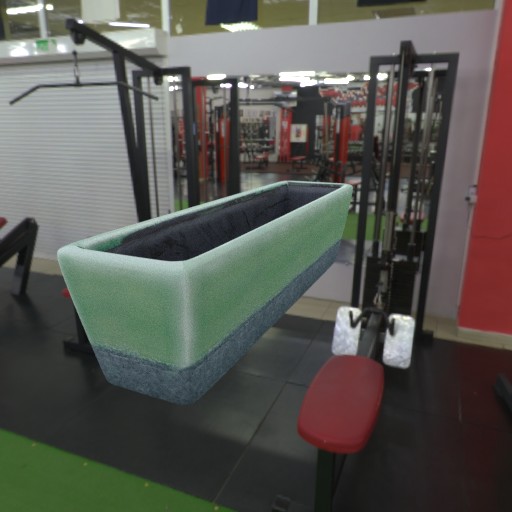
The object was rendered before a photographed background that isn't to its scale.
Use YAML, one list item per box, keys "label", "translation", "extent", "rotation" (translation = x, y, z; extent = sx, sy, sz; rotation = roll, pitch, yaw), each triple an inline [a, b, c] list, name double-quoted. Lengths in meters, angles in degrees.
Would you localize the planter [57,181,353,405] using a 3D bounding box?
- label: "planter"
  translation: [0.000, 0.000, 0.306]
  extent: [0.072, 0.072, 0.275]
  rotation: [7, 18, 24]
